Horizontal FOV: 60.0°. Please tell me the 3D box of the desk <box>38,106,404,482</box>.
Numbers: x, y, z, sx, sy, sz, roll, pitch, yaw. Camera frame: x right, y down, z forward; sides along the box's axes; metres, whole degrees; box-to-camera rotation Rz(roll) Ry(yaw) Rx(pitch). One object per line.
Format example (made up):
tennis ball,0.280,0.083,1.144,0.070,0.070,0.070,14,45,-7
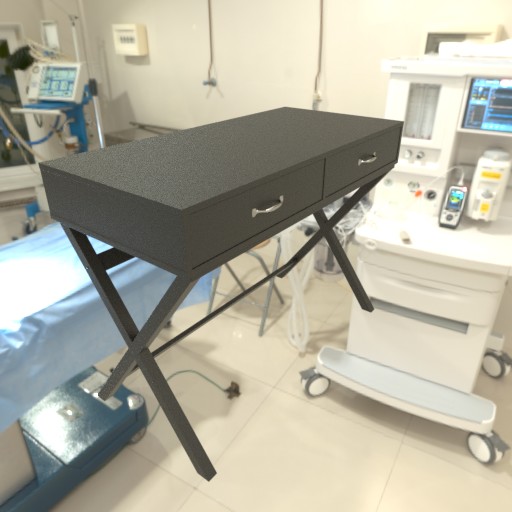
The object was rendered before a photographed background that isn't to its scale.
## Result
desk,0.000,0.000,1.489,0.525,0.780,1.057,20,34,33
